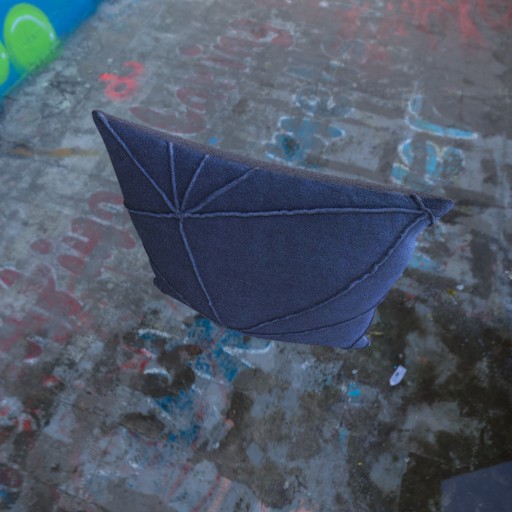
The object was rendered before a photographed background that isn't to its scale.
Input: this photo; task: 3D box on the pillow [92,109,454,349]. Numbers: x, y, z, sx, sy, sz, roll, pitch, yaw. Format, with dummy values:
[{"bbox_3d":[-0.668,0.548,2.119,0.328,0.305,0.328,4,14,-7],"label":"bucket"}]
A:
[{"bbox_3d":[0.000,0.000,0.678,0.439,0.440,0.183,16,59,10],"label":"pillow"}]
